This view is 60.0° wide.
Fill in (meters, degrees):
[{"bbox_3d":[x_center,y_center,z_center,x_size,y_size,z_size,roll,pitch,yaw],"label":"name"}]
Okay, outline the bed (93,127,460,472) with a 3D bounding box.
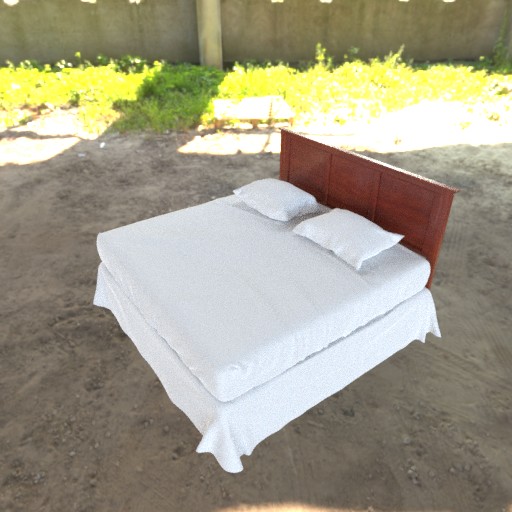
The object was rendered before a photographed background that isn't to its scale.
[{"bbox_3d":[0.000,0.000,3.610,2.219,1.271,2.314,-21,38,-30],"label":"bed"}]
